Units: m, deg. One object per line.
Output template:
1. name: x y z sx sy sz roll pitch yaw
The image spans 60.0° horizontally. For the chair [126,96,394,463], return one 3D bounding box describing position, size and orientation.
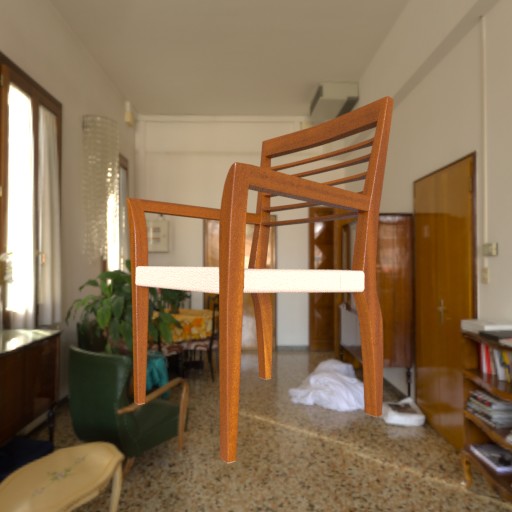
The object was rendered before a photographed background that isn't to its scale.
1. chair: 0.000 0.000 1.259 0.540 0.855 0.587 1 -1 -37
